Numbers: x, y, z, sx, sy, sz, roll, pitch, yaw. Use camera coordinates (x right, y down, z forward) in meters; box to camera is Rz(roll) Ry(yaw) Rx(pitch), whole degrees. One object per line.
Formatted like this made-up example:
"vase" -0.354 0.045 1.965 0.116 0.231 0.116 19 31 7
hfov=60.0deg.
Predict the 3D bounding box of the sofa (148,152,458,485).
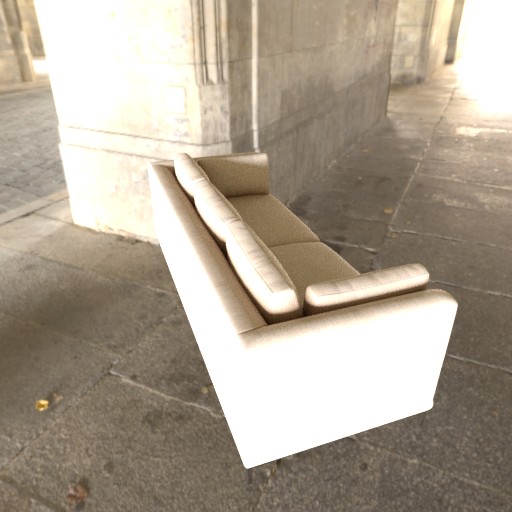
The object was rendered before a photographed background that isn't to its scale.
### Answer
"sofa" 0.000 0.000 2.842 0.969 0.867 2.415 -10 30 -17
